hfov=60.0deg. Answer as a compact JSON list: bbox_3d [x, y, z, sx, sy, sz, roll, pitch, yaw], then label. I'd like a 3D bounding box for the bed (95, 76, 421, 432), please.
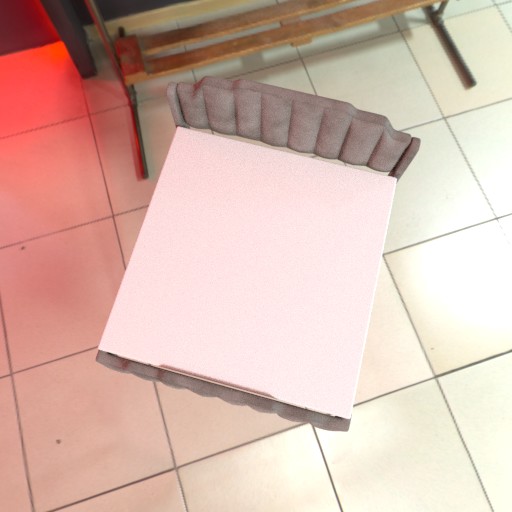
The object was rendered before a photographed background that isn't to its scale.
[{"bbox_3d":[0.000,0.000,3.620,2.074,1.245,2.340,14,74,4],"label":"bed"}]
